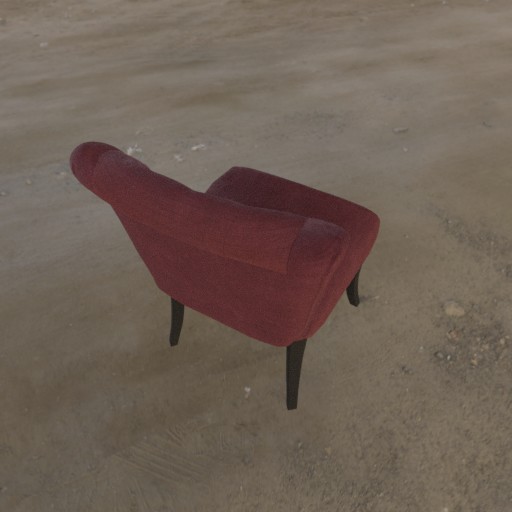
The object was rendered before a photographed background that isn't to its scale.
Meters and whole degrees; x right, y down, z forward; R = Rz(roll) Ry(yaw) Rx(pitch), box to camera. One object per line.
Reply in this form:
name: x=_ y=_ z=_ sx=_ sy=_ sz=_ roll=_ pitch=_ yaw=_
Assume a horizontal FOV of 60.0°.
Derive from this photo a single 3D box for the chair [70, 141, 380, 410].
chair: x=0.000 y=0.000 z=1.181 sx=0.582 sy=0.750 sz=0.605 roll=22 pitch=49 yaw=21
